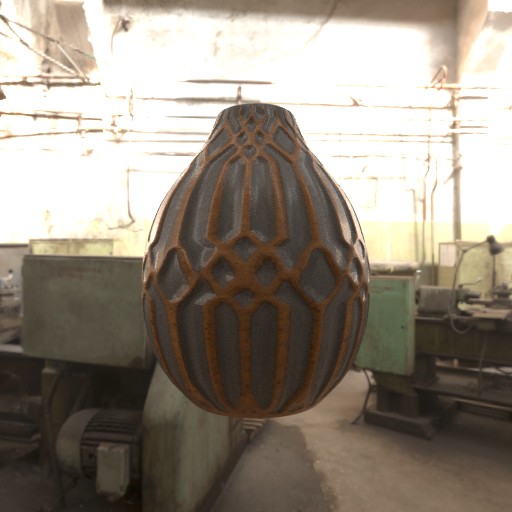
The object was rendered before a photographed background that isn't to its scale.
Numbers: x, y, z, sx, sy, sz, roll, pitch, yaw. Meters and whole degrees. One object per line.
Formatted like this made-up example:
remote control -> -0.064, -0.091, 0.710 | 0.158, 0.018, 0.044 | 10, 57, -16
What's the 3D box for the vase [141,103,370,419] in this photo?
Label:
vase -> 0.000, 0.000, 0.138 | 0.069, 0.088, 0.069 | 0, 0, 0
